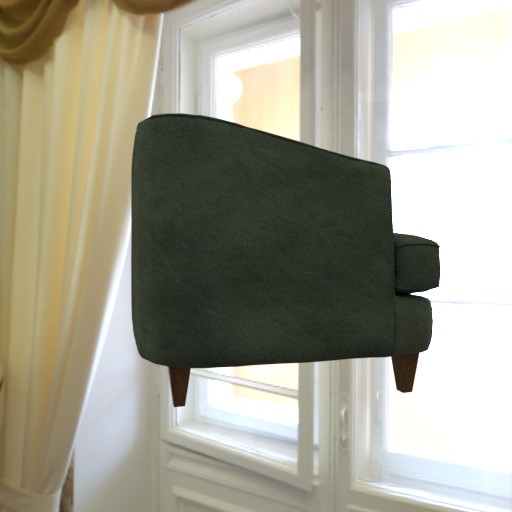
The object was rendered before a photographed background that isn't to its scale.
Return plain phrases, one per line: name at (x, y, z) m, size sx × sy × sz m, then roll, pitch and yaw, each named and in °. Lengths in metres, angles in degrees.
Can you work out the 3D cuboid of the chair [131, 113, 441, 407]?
chair at (0.000, 0.000, 1.753) m, size 0.941 × 0.852 × 1.104 m, roll 0°, pitch 1°, yaw -17°
